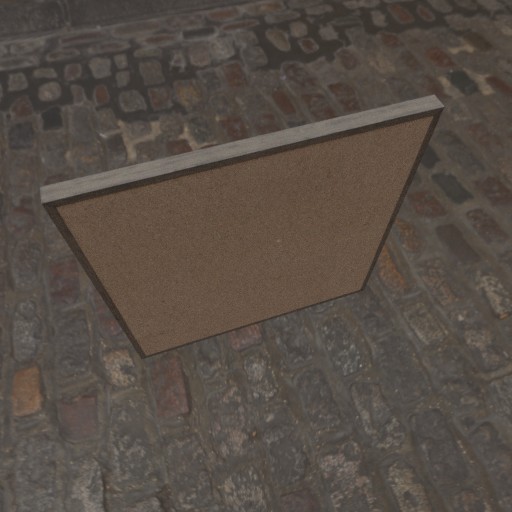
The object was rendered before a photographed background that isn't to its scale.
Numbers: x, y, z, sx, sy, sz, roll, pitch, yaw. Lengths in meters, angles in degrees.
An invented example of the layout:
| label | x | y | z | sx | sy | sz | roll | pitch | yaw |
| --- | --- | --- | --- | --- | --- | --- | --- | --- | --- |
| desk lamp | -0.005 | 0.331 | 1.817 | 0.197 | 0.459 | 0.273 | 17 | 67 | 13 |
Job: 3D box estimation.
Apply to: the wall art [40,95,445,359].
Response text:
| label | x | y | z | sx | sy | sz | roll | pitch | yaw |
| --- | --- | --- | --- | --- | --- | --- | --- | --- | --- |
| wall art | 0.000 | 0.000 | 1.129 | 0.762 | 0.762 | 0.038 | -16 | 59 | -10 |
